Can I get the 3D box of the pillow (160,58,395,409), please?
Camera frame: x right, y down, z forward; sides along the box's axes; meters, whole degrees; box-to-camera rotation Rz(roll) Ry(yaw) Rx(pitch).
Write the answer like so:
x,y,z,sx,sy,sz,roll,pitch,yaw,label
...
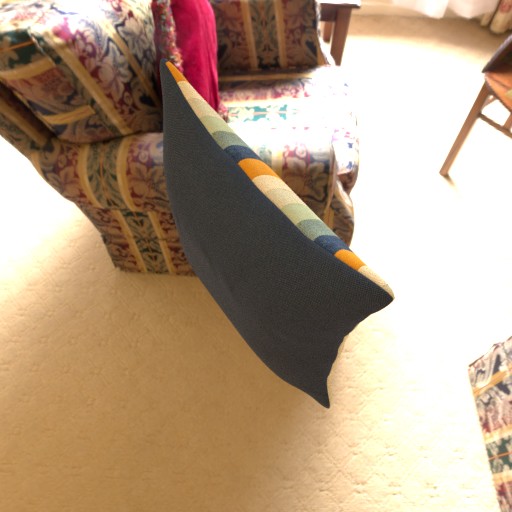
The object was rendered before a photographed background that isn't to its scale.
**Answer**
x,y,z,sx,sy,sz,roll,pitch,yaw,label
0.000,0.000,0.720,0.173,0.454,0.463,-31,63,-18,pillow
